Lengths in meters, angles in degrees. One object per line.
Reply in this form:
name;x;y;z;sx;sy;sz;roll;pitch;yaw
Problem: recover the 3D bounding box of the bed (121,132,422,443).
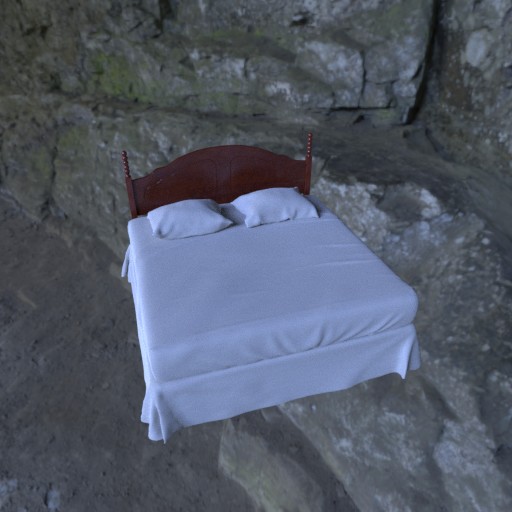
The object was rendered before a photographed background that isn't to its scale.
bed;0.000;0.000;3.801;2.322;1.355;2.219;-10;33;-15
